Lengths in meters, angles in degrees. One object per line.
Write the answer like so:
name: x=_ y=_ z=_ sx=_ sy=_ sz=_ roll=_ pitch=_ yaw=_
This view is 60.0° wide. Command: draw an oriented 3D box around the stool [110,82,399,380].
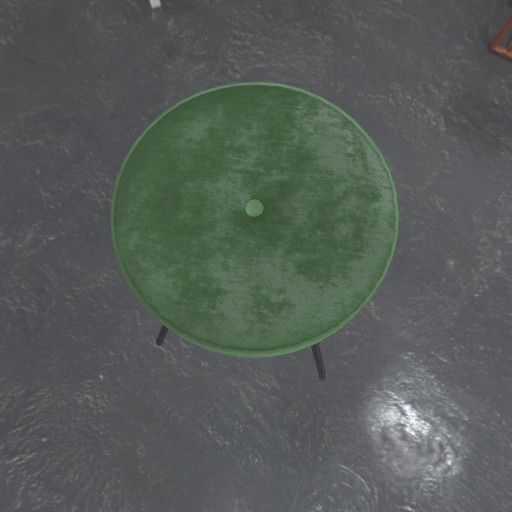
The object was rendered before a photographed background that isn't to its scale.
stool: x=0.000 y=0.000 z=0.923 sx=0.457 sy=0.595 sz=0.430 roll=11 pitch=76 yaw=3
